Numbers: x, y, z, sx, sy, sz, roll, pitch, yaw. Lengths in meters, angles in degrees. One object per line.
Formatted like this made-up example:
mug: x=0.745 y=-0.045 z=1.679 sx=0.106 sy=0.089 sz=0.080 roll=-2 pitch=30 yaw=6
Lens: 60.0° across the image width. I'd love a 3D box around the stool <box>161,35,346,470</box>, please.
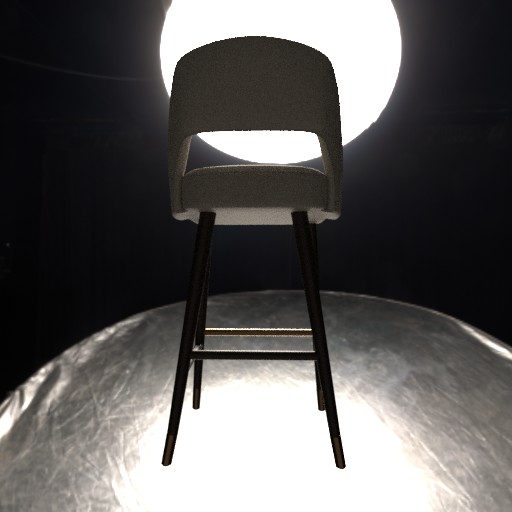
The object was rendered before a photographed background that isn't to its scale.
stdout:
stool: x=0.000 y=0.000 z=1.284 sx=0.494 sy=1.037 sz=0.509 roll=0 pitch=-1 yaw=2
